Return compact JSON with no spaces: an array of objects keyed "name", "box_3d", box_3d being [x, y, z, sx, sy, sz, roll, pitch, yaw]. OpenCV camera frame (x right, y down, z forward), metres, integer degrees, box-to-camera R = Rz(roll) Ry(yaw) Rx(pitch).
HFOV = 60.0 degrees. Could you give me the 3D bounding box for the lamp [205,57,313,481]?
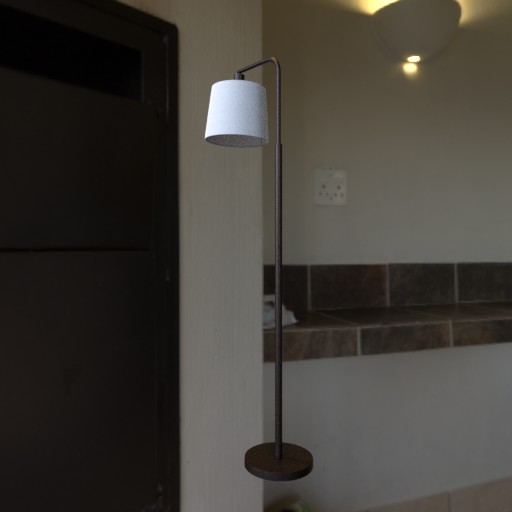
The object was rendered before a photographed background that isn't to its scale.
[{"name":"lamp","box_3d":[0.000,0.000,1.677,0.254,1.478,0.508,0,0,-38]}]
